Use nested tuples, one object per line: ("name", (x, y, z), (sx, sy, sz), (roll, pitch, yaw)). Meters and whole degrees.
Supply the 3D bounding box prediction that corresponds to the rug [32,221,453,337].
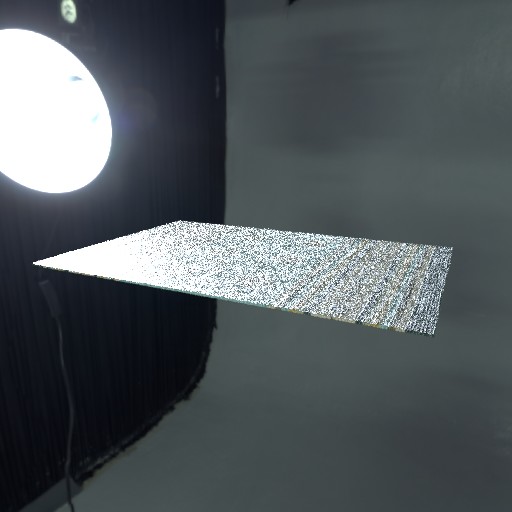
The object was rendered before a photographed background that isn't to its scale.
("rug", (0.000, 0.000, 2.280), (1.811, 0.010, 1.212), (7, 17, 25))
